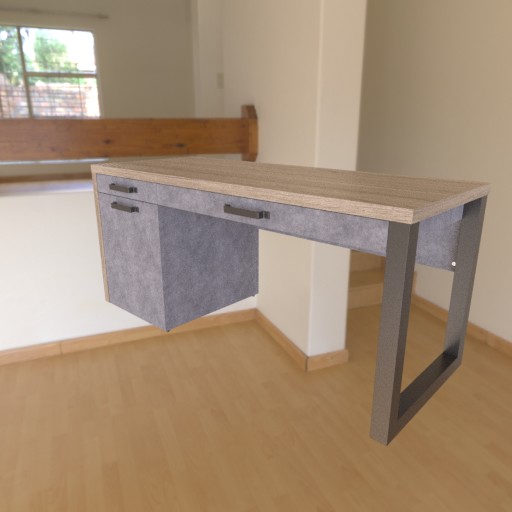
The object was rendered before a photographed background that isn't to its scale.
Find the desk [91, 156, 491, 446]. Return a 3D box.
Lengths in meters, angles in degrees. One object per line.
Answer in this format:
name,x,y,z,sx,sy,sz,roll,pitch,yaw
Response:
desk,0.000,0.000,2.038,1.700,0.760,0.690,15,23,40
